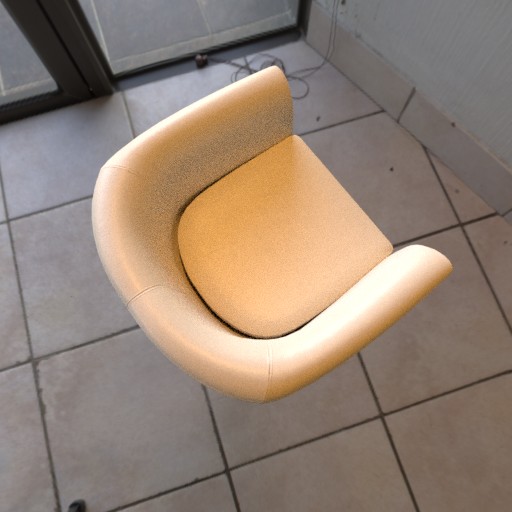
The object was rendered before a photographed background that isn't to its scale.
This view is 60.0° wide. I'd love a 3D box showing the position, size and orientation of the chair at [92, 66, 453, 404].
[{"bbox_3d":[0.000,0.000,1.396,0.727,0.756,0.792,-36,78,-9],"label":"chair"}]
